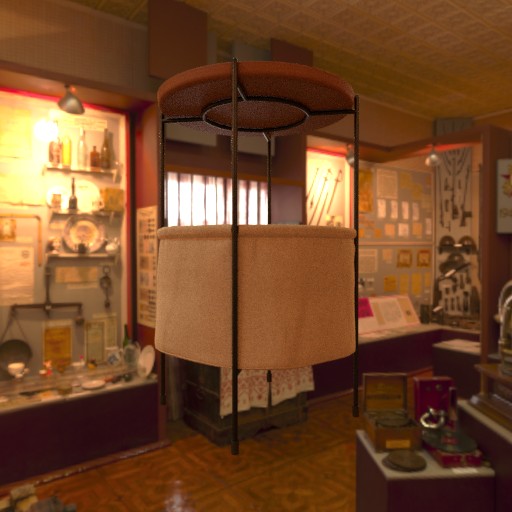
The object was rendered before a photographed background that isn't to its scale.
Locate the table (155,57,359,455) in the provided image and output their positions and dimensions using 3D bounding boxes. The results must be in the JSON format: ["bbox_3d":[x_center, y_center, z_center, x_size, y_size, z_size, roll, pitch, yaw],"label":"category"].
[{"bbox_3d":[0.000,0.000,0.892,0.393,0.623,0.393,-1,1,-35],"label":"table"}]
